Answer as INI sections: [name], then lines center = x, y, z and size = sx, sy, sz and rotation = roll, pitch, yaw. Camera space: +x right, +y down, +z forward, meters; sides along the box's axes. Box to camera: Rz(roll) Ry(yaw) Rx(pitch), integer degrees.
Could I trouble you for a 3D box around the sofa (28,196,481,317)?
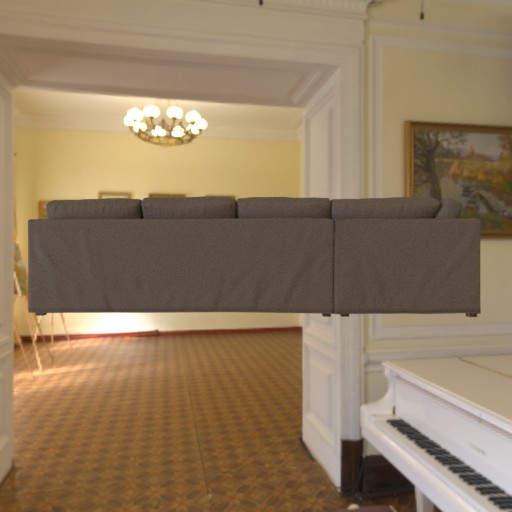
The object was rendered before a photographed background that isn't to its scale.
[sofa]
center = 0.000, 0.000, 4.287
size = 3.182, 0.871, 2.432
rotation = 0, 0, 1
